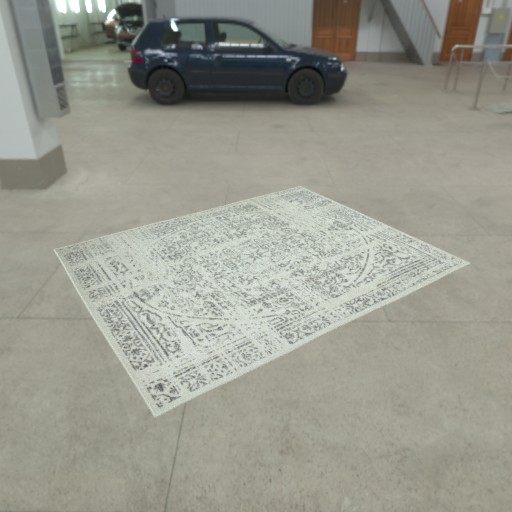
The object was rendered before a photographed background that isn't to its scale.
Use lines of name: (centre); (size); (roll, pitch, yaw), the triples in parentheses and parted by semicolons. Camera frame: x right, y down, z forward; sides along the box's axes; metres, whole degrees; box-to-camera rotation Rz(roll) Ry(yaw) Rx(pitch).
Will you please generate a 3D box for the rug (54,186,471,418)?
rug: (0.000, 0.000, 3.923); (2.921, 0.032, 2.311); (-19, 34, -30)
